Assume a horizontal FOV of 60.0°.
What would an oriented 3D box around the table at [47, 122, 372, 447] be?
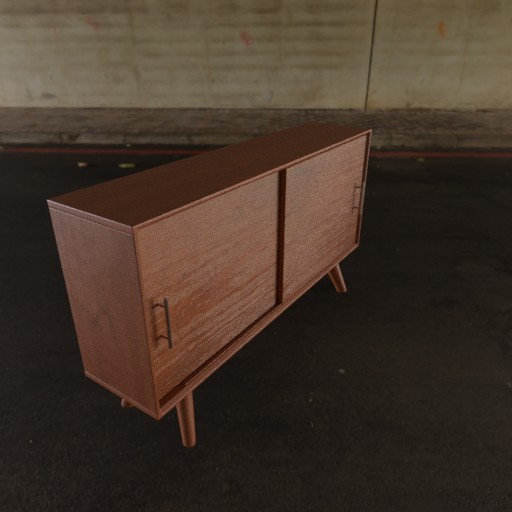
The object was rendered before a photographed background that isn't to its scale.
[{"bbox_3d":[0.000,0.000,1.521,0.308,0.698,1.220,17,31,31],"label":"table"}]
